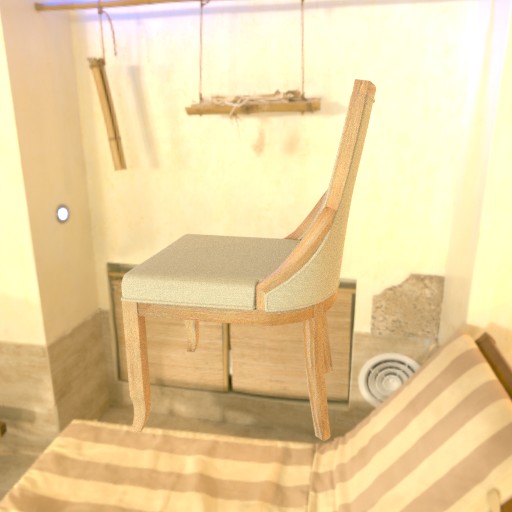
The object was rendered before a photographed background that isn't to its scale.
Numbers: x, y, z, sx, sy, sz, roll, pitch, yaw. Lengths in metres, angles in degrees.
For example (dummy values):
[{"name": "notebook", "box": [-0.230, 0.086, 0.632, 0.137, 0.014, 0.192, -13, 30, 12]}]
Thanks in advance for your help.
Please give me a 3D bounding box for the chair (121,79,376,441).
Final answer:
[{"name": "chair", "box": [0.000, 0.000, 1.344, 0.641, 0.947, 0.524, 3, 16, 10]}]
